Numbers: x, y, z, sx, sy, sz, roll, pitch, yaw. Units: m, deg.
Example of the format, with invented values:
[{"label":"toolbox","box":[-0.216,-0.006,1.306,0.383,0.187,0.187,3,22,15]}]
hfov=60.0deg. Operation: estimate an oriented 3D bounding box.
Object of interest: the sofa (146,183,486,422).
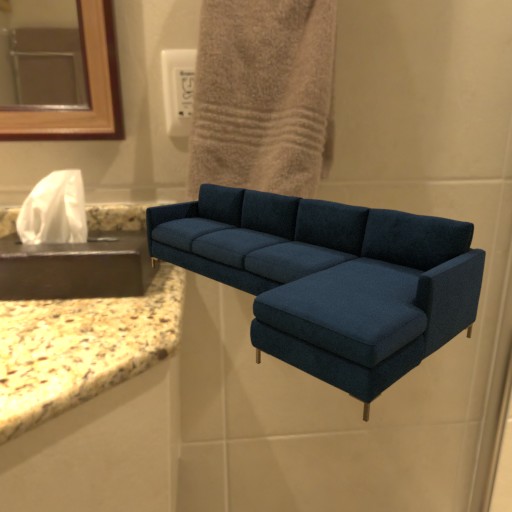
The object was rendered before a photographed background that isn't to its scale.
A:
[{"label":"sofa","box":[0.000,0.000,3.431,1.350,0.810,2.932,-15,22,-41]}]
